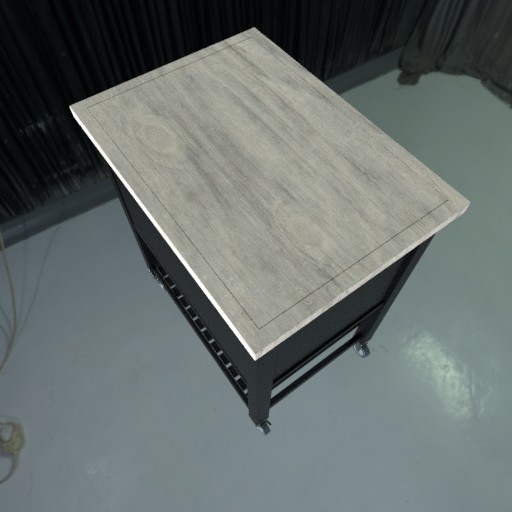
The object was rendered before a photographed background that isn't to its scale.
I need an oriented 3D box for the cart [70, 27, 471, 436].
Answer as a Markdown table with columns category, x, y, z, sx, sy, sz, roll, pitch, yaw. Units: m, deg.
| category | x | y | z | sx | sy | sz | roll | pitch | yaw |
| --- | --- | --- | --- | --- | --- | --- | --- | --- | --- |
| cart | 0.000 | 0.000 | 1.412 | 0.567 | 0.920 | 0.797 | -32 | 64 | -18 |
